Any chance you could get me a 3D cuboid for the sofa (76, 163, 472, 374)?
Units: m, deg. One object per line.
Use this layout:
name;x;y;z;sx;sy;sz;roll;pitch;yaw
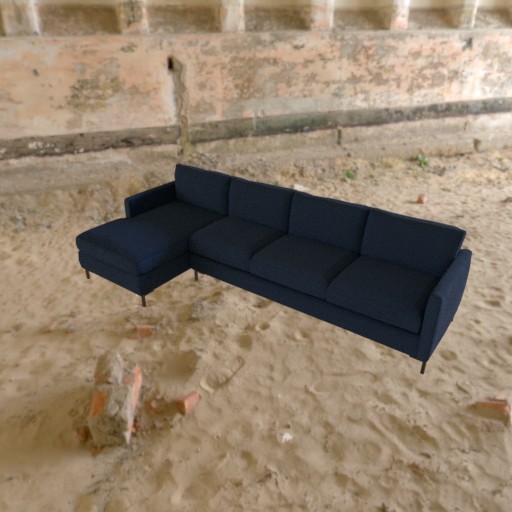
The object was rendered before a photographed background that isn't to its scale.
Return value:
sofa;0.000;0.000;2.949;2.450;0.679;1.128;19;33;31
